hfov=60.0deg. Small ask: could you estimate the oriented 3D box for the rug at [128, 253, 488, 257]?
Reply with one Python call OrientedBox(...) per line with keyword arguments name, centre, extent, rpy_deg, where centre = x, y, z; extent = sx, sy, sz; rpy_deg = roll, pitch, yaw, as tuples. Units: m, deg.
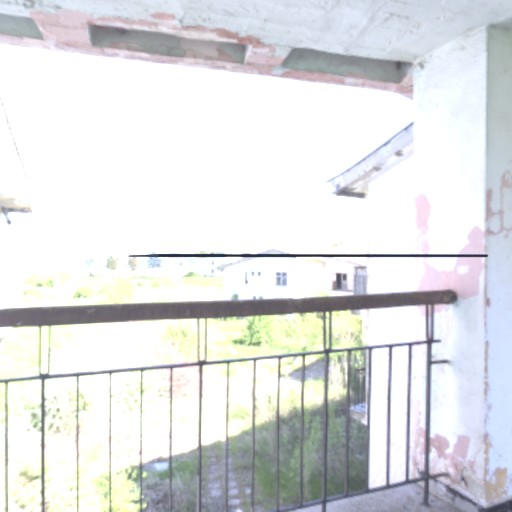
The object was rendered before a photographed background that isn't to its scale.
OrientedBox(name="rug", centre=(0.000, 0.000, 2.908), extent=(1.526, 0.014, 2.290), rpy_deg=(0, 0, -19))
